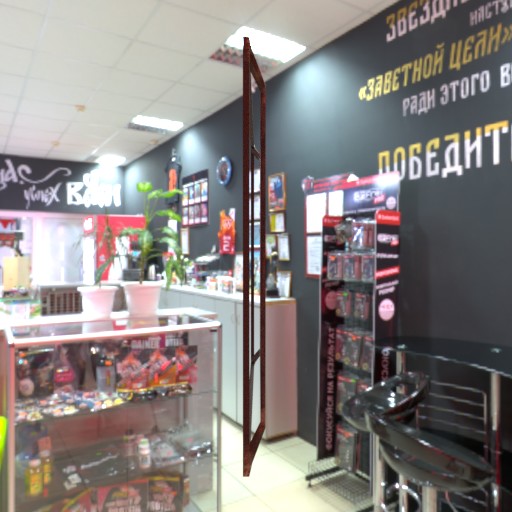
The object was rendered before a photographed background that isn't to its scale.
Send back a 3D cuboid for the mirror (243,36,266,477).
[{"bbox_3d":[0.000,0.000,0.919,0.032,0.610,0.610,0,0,0],"label":"mirror"}]
